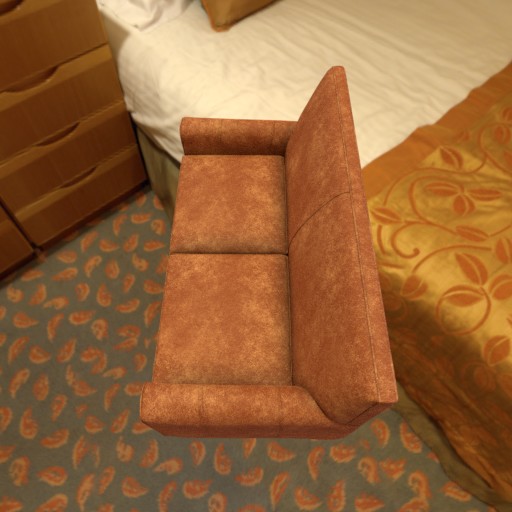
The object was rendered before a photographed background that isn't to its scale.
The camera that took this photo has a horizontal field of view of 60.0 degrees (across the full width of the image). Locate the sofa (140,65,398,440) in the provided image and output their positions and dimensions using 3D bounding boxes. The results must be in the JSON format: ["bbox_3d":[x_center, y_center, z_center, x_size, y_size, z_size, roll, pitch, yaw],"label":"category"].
[{"bbox_3d":[0.000,0.000,1.949,0.787,0.871,1.473,0,58,0],"label":"sofa"}]
